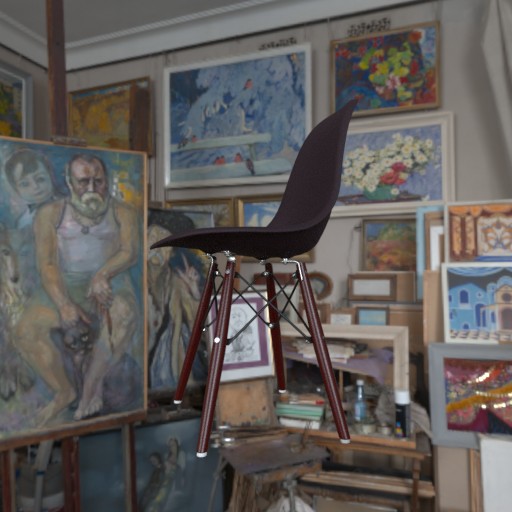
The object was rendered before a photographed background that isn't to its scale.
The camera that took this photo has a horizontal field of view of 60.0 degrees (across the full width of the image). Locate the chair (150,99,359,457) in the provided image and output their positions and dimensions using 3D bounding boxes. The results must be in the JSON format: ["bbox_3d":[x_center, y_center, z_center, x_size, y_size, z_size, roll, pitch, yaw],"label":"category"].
[{"bbox_3d":[0.000,0.000,1.147,0.533,0.826,0.470,1,-2,-18],"label":"chair"}]
